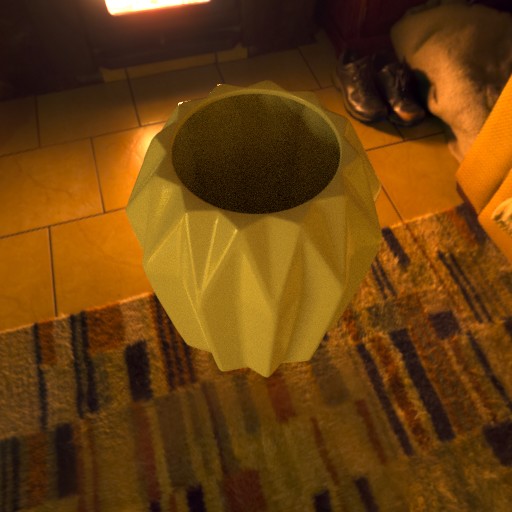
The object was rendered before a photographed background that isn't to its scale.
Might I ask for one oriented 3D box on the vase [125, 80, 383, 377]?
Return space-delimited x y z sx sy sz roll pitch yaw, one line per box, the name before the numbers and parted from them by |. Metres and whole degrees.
vase | 0.000 0.000 0.403 0.195 0.275 0.195 0 58 0
